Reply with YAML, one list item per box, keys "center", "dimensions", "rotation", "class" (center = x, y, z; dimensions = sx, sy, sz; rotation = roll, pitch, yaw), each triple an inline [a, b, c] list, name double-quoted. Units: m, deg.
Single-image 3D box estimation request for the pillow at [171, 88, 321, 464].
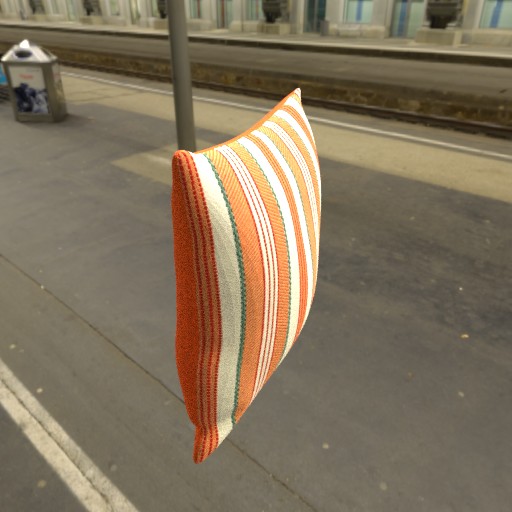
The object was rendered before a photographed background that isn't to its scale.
- center: [0.000, 0.000, 0.684]
  dimensions: [0.182, 0.441, 0.440]
  rotation: [10, 31, 17]
  class: "pillow"
